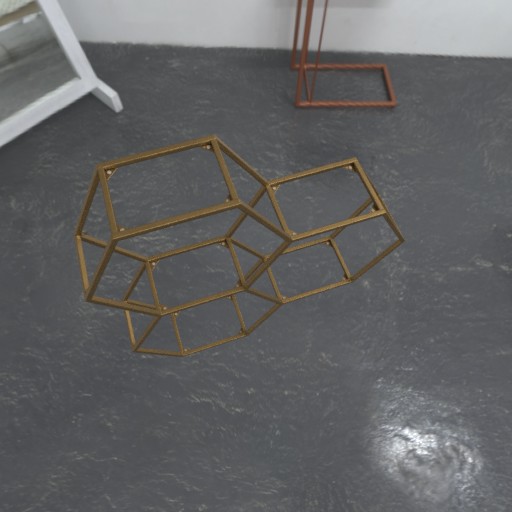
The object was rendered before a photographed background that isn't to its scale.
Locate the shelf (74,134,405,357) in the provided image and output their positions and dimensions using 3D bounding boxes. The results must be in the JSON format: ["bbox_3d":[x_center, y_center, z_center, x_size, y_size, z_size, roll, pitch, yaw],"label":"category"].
[{"bbox_3d":[0.000,0.000,1.048,0.708,0.701,0.150,-17,64,-8],"label":"shelf"}]
